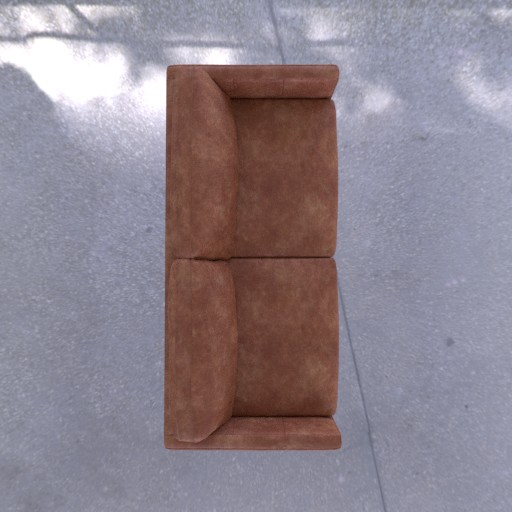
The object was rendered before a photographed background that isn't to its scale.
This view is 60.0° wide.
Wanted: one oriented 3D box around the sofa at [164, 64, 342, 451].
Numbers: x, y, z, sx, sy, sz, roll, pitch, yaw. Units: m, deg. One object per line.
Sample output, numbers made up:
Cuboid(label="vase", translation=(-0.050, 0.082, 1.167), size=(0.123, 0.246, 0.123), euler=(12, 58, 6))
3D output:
Cuboid(label="sofa", translation=(0.000, 0.000, 2.478), size=(0.923, 0.863, 1.971), euler=(0, 88, 0))
